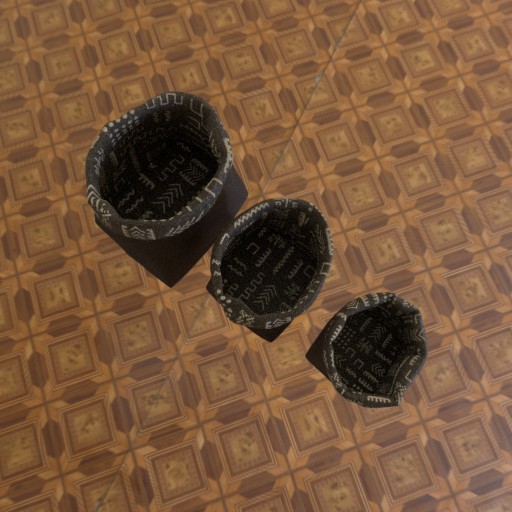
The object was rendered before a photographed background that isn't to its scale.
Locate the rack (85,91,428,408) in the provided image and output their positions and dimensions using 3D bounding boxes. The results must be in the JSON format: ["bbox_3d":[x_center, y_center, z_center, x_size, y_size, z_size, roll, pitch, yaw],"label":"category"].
[{"bbox_3d":[0.000,0.000,1.077,0.905,0.323,0.379,38,78,9],"label":"rack"}]
